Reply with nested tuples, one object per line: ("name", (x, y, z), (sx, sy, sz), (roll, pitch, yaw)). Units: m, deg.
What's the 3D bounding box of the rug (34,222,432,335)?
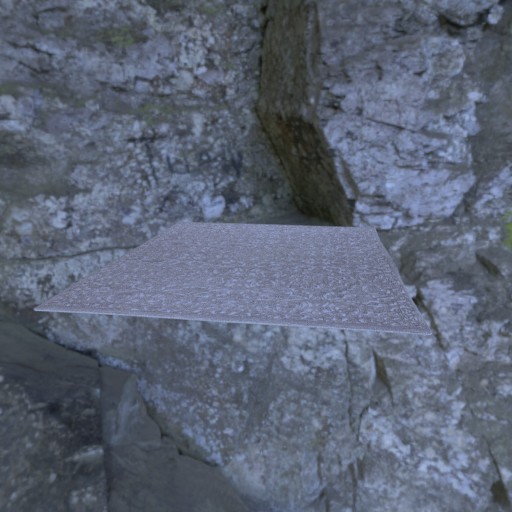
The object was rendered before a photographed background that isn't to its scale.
("rug", (0.000, 0.000, 4.119), (2.472, 0.035, 3.017), (2, 15, 8))
